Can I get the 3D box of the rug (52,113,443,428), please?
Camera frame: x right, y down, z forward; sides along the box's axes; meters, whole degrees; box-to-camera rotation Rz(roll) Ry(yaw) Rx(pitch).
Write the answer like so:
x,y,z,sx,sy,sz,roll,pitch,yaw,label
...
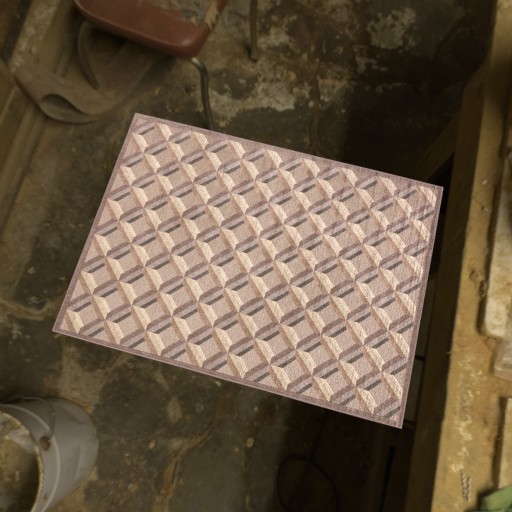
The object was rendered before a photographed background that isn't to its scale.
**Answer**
x,y,z,sx,sy,sz,roll,pitch,yaw,label
0.000,0.000,4.306,3.294,0.018,2.382,15,76,4,rug
